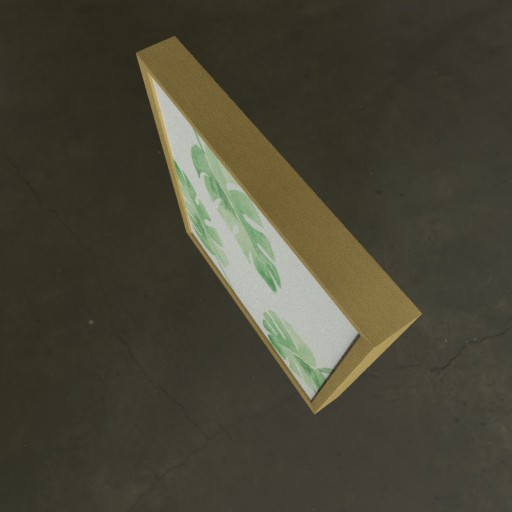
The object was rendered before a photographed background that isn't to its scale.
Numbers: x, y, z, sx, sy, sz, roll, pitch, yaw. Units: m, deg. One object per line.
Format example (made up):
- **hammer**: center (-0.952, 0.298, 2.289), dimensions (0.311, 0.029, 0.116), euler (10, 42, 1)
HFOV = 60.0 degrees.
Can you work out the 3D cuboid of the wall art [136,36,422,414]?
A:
- **wall art**: center (0.000, 0.000, 0.458), dimensions (0.038, 0.305, 0.305), euler (-31, 68, -15)
